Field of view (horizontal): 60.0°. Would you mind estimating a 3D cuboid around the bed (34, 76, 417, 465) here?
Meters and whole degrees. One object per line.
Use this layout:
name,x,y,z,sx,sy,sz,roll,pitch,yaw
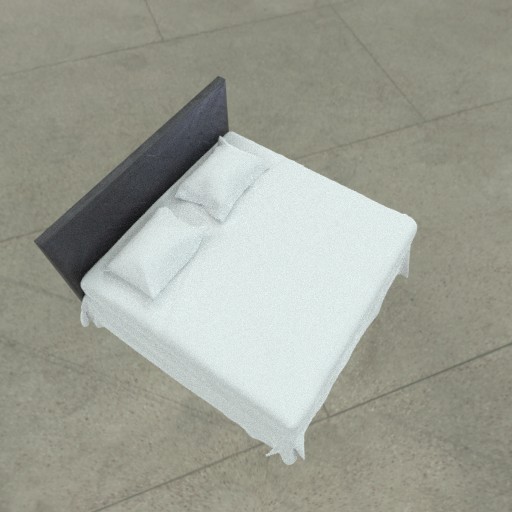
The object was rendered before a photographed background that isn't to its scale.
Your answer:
bed,0.000,0.000,3.498,2.165,1.158,2.255,30,63,17
